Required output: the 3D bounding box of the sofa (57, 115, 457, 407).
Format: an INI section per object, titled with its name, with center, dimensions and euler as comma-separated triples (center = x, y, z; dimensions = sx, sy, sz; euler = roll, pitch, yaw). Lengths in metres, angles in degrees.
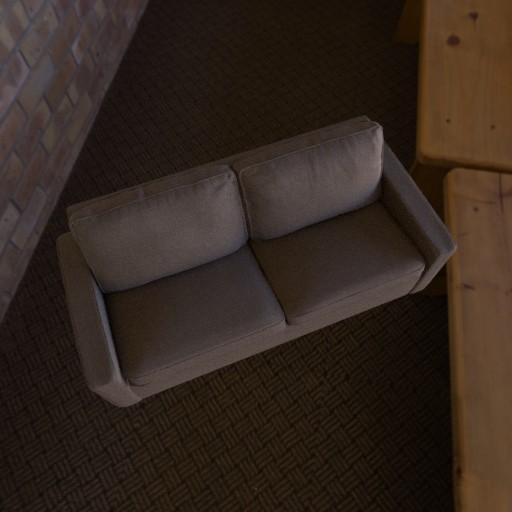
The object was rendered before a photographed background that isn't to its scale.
[sofa]
center = 0.000, 0.000, 2.576
dimensions = 2.080, 0.919, 0.940
euler = -19, 64, -10
